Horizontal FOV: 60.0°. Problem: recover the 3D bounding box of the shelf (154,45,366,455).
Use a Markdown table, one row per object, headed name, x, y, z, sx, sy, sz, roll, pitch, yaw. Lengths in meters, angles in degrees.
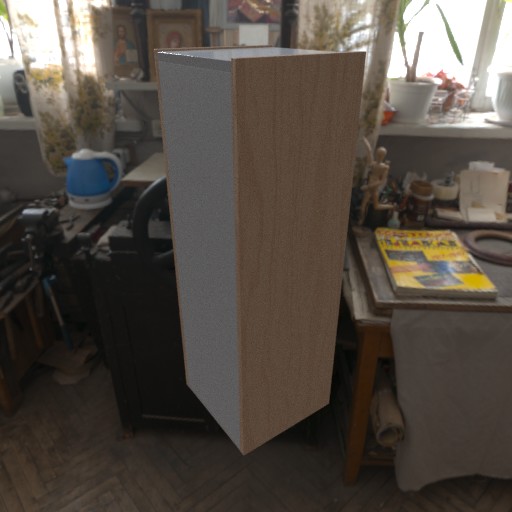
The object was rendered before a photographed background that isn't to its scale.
| name | x | y | z | sx | sy | sz | roll | pitch | yaw |
| --- | --- | --- | --- | --- | --- | --- | --- | --- | --- |
| shelf | 0.000 | 0.000 | 1.067 | 0.290 | 0.900 | 0.300 | -19 | 33 | -31 |
